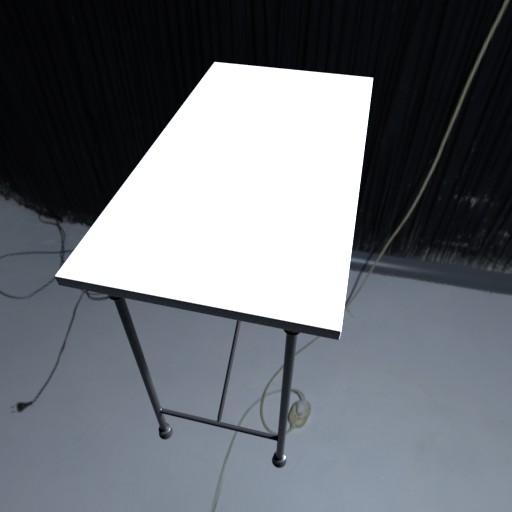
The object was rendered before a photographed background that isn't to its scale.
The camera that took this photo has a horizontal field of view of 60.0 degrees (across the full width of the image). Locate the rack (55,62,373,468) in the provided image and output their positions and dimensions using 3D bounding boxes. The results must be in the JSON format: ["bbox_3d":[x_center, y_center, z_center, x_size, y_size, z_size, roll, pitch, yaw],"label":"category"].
[{"bbox_3d":[0.000,0.000,1.608,0.613,0.880,1.159,10,46,9],"label":"rack"}]
